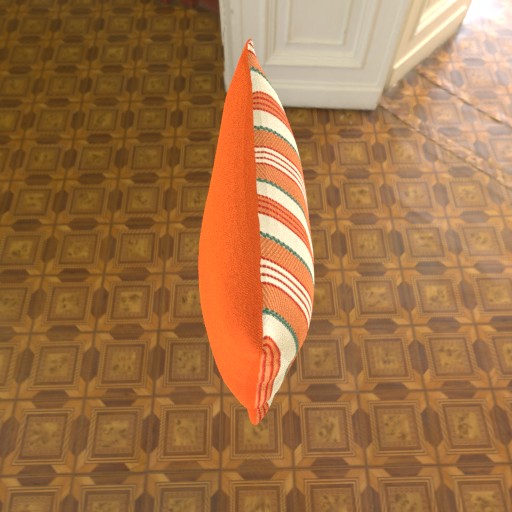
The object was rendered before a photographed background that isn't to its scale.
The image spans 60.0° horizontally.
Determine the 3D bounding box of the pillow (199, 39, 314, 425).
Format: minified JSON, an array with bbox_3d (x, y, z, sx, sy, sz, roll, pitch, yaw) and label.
[{"bbox_3d":[0.000,0.000,0.681,0.182,0.441,0.440,-2,63,-1],"label":"pillow"}]
